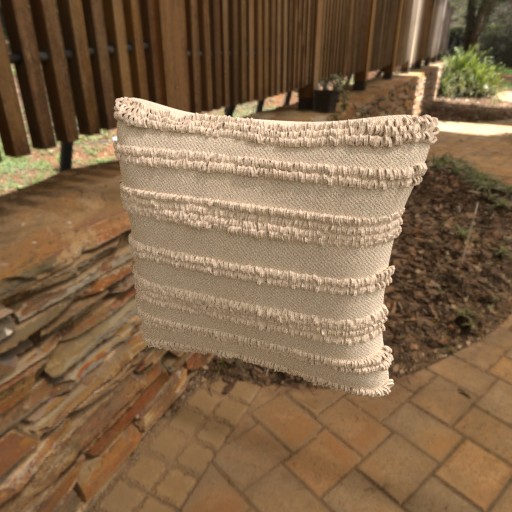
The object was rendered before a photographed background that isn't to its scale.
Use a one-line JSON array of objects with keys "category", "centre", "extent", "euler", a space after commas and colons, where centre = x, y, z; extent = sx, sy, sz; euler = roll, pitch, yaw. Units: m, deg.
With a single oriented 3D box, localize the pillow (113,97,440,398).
[{"category": "pillow", "centre": [0.000, 0.000, 0.647], "extent": [0.437, 0.427, 0.145], "euler": [9, 28, 18]}]
